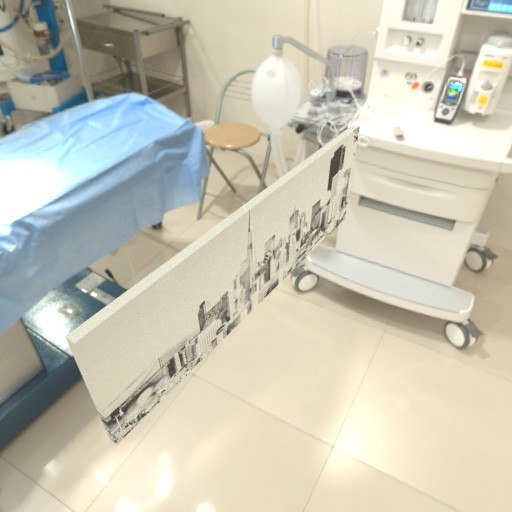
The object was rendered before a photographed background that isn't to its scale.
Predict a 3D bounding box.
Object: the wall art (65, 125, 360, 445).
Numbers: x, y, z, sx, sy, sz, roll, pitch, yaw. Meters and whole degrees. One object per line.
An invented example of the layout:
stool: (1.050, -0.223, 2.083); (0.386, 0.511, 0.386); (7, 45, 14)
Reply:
wall art: (0.000, 0.000, 1.704); (0.039, 0.507, 1.520); (26, 47, 27)
